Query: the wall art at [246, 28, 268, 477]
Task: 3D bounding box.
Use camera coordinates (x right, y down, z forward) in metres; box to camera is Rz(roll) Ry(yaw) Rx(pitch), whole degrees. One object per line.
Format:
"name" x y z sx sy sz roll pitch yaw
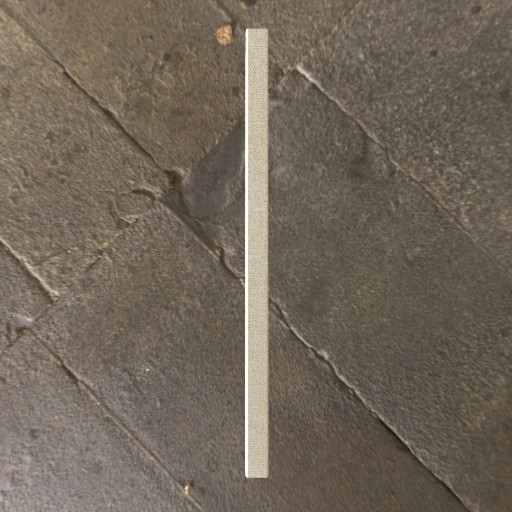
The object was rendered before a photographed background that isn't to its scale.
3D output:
"wall art" 0.000 0.000 1.129 0.042 0.760 0.760 0 89 0
